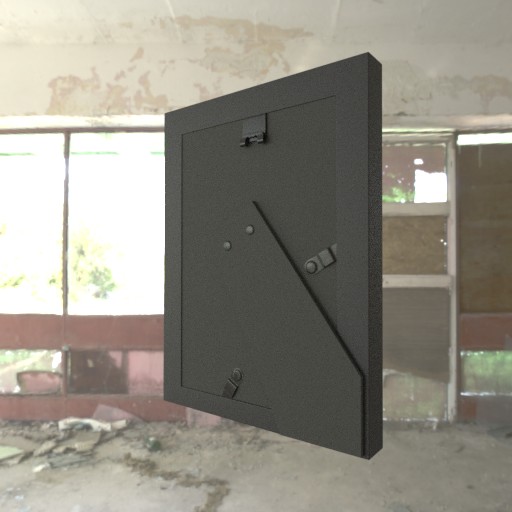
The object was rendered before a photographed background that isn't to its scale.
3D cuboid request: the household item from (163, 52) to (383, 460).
[{"bbox_3d":[0.000,0.000,0.238,0.133,0.178,0.022,0,-1,37],"label":"household item"}]
